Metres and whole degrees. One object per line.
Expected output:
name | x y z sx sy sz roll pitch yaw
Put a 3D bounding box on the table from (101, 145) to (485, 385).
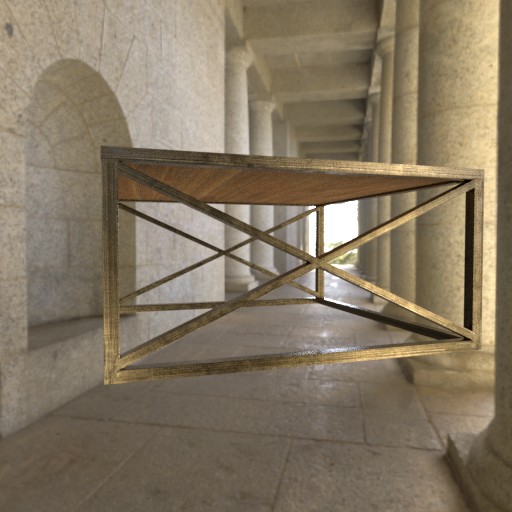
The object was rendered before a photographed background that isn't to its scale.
table | 0.000 0.000 1.401 0.899 0.451 0.909 -1 2 -18
